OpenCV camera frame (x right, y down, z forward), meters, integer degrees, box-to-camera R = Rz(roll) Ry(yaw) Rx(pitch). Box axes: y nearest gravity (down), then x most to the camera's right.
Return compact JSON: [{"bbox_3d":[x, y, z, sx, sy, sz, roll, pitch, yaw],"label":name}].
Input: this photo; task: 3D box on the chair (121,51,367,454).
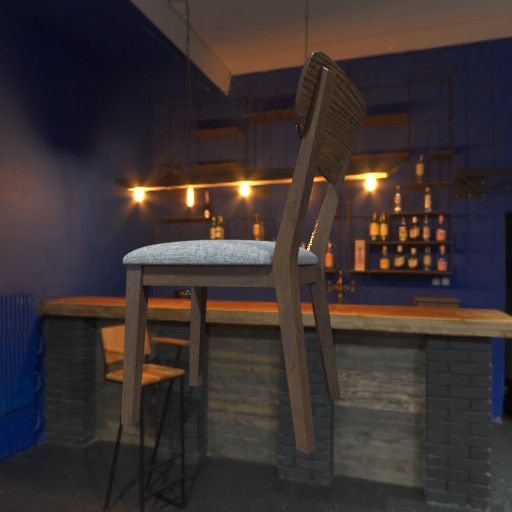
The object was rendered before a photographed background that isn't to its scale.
[{"bbox_3d":[0.000,0.000,1.205,0.583,0.849,0.491,0,0,19],"label":"chair"}]
